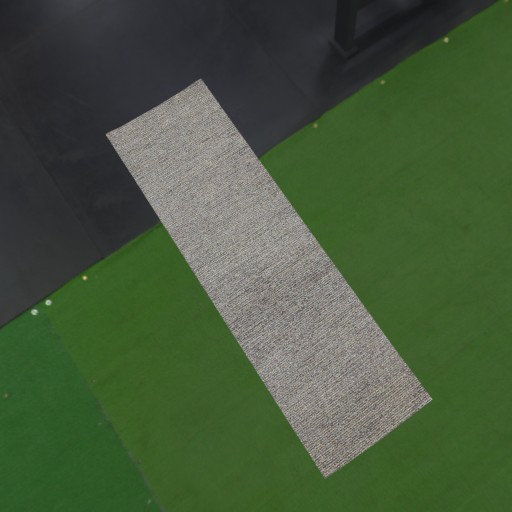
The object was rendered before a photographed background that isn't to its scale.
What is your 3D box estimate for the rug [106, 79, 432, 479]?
[{"bbox_3d":[0.000,0.000,2.527,0.697,0.013,2.335,-32,78,-8],"label":"rug"}]
